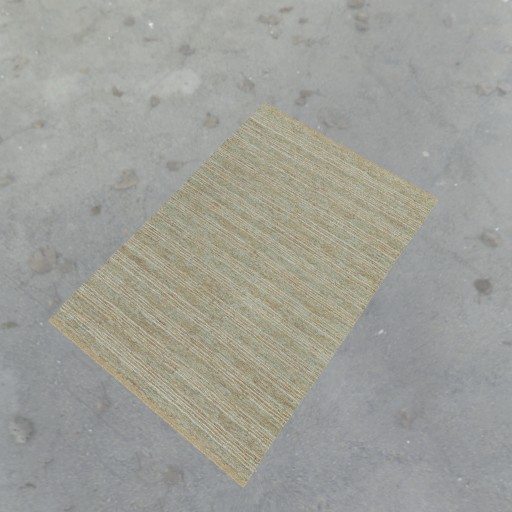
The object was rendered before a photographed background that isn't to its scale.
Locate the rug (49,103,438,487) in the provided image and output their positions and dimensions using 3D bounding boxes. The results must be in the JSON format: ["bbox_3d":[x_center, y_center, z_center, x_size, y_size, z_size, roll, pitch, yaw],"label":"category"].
[{"bbox_3d":[0.000,0.000,2.374,1.240,0.010,1.824,34,69,15],"label":"rug"}]
